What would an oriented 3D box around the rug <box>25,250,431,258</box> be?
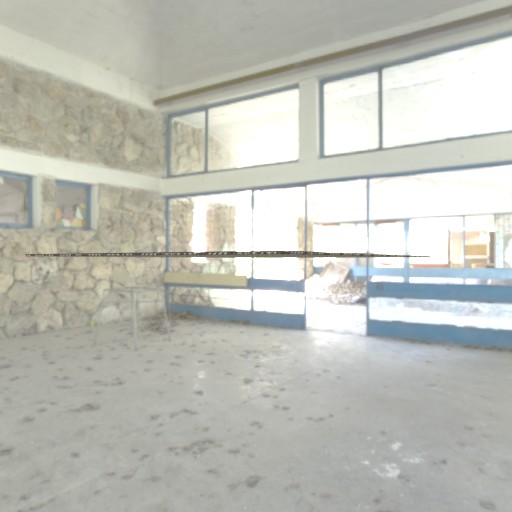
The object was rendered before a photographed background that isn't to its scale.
[{"bbox_3d":[0.000,0.000,3.911,2.305,0.017,2.902,0,-1,34],"label":"rug"}]
